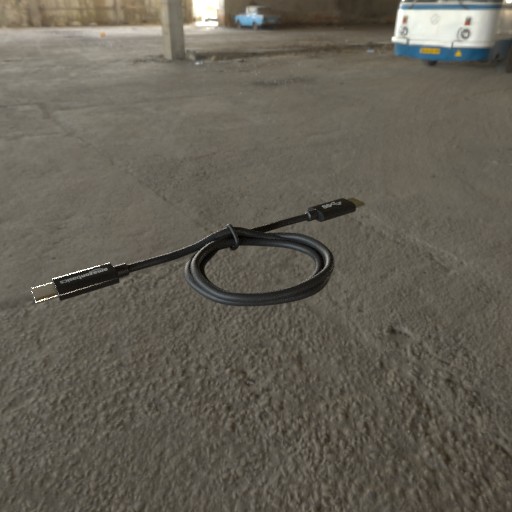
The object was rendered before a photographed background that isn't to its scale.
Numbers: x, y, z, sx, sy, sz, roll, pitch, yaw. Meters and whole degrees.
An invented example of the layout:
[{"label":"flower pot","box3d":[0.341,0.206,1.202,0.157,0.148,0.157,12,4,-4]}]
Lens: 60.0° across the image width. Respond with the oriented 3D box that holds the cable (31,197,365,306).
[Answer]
[{"label":"cable","box3d":[0.000,0.000,0.208,0.186,0.014,0.070,-18,34,-29]}]
